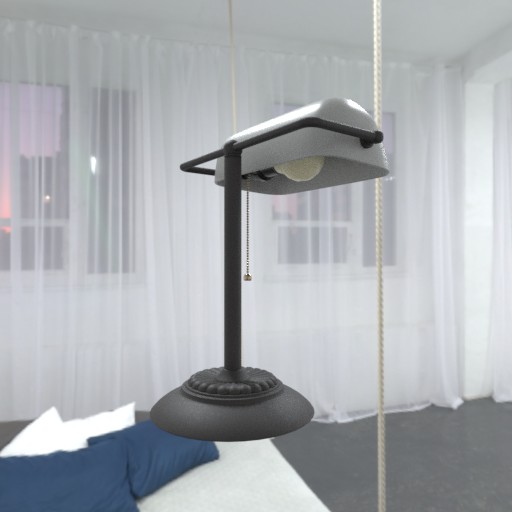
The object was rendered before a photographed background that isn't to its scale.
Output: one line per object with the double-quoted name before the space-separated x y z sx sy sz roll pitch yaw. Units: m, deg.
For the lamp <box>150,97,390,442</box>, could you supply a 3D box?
"lamp" 0.000 0.000 0.511 0.243 0.339 0.264 0 -1 -37
